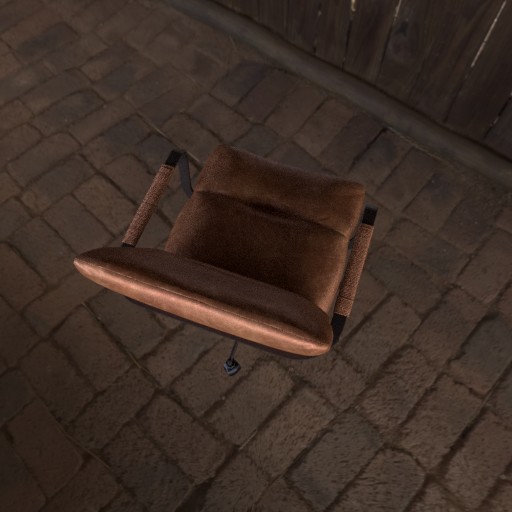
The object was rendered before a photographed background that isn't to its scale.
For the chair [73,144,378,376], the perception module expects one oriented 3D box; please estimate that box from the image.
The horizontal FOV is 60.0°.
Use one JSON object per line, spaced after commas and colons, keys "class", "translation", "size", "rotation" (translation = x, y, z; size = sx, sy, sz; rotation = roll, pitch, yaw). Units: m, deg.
{"class": "chair", "translation": [0.000, 0.000, 1.447], "size": [0.727, 0.922, 0.754], "rotation": [18, 64, 9]}
